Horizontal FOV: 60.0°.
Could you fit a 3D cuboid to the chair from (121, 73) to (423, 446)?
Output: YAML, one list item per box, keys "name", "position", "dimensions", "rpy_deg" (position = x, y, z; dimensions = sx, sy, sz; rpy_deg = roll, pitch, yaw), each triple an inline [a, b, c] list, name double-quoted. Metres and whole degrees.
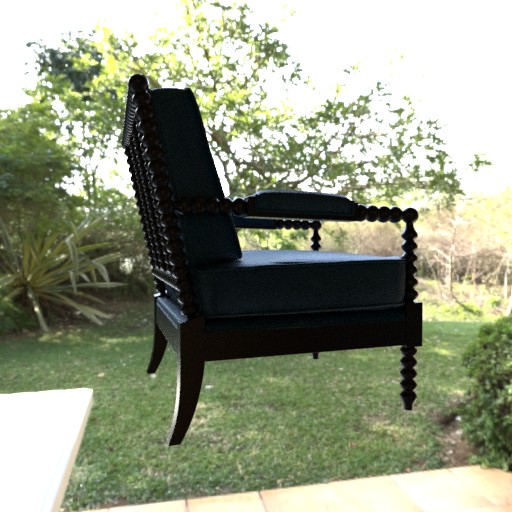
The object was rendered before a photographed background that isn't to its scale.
- name: "chair"
  position: [0.000, 0.000, 1.413]
  dimensions: [0.805, 0.857, 0.688]
  rpy_deg: [0, 1, -18]
